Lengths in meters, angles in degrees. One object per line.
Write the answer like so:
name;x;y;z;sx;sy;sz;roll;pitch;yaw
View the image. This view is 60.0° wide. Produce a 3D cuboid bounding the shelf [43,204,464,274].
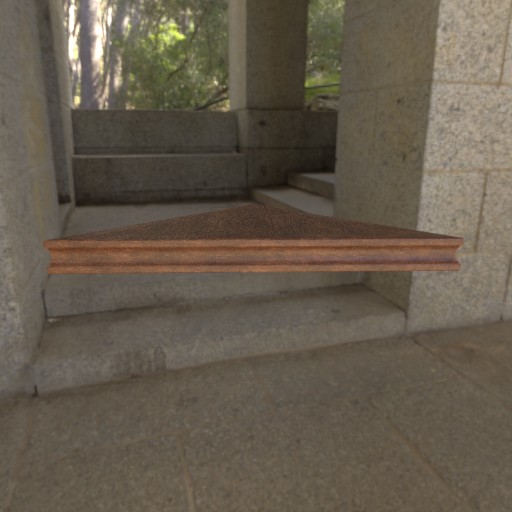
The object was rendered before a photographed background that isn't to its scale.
shelf;0.000;0.000;0.445;0.296;0.035;0.296;15;22;41
